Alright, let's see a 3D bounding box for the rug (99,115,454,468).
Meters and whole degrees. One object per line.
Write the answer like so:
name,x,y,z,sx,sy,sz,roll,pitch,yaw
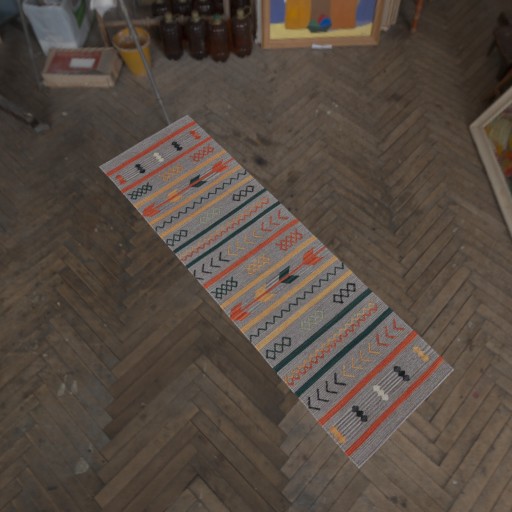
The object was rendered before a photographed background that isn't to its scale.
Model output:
rug,0.000,0.000,2.685,0.744,0.022,2.419,-37,68,-17
